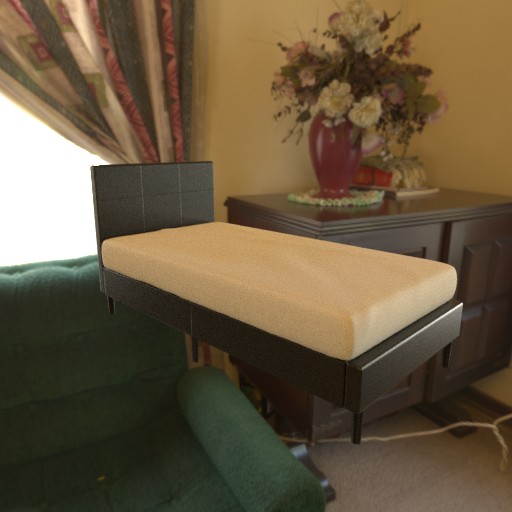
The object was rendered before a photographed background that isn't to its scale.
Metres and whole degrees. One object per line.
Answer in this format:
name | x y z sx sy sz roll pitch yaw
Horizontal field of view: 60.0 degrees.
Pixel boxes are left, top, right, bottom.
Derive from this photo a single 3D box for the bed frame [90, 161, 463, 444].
bed frame | 0.000 0.000 2.541 2.152 1.046 1.038 14 20 43
